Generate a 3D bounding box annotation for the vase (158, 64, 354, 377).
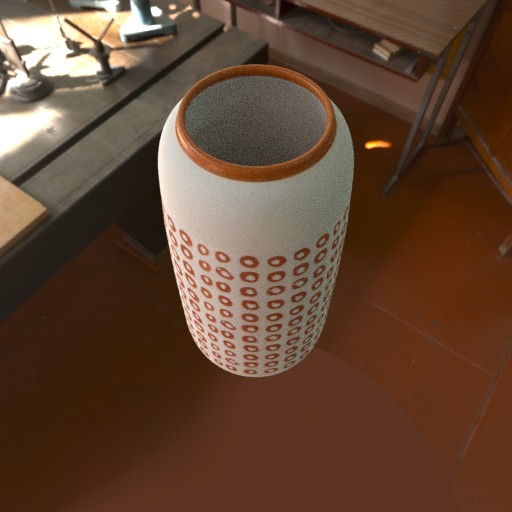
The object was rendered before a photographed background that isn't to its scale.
[{"bbox_3d":[0.000,0.000,0.349,0.133,0.282,0.133,0,58,0],"label":"vase"}]
